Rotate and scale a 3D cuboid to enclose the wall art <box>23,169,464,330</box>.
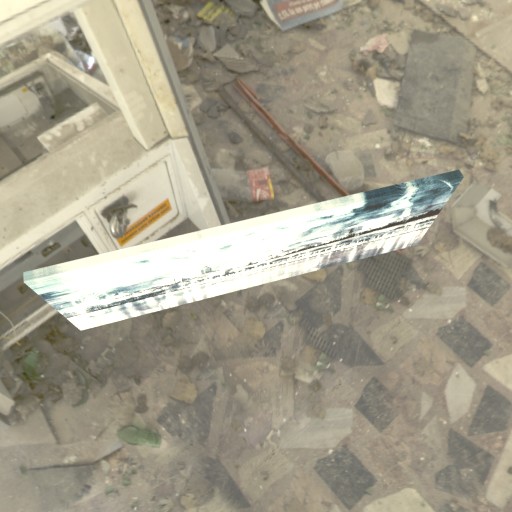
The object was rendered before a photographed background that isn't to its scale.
[{"bbox_3d":[0.000,0.000,1.718,1.524,0.509,0.037,-14,64,-7],"label":"wall art"}]
